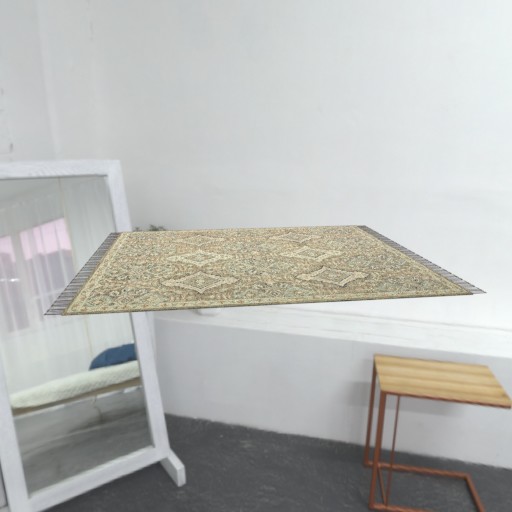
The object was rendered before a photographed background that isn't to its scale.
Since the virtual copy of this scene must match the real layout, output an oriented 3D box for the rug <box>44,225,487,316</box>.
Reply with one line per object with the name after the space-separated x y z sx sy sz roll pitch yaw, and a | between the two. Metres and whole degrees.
0.000 0.000 4.170 3.056 0.010 2.437 -2 16 -7 | rug
